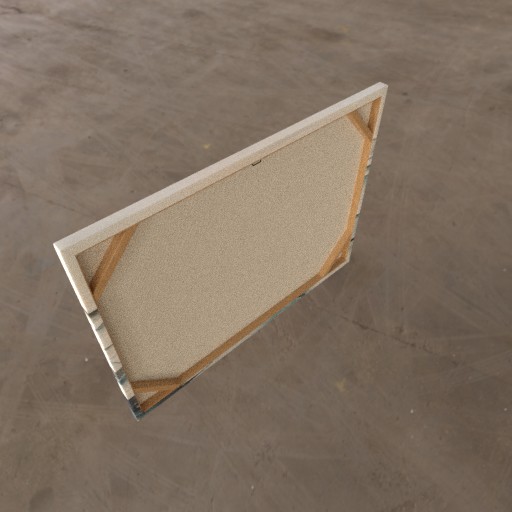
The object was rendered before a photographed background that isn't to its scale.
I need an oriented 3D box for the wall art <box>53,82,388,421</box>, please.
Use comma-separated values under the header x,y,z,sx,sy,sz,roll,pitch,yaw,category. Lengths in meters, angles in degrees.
x,y,z,sx,sy,sz,roll,pitch,yaw,category
0.000,0.000,1.616,1.219,0.915,0.039,-33,55,-27,wall art
